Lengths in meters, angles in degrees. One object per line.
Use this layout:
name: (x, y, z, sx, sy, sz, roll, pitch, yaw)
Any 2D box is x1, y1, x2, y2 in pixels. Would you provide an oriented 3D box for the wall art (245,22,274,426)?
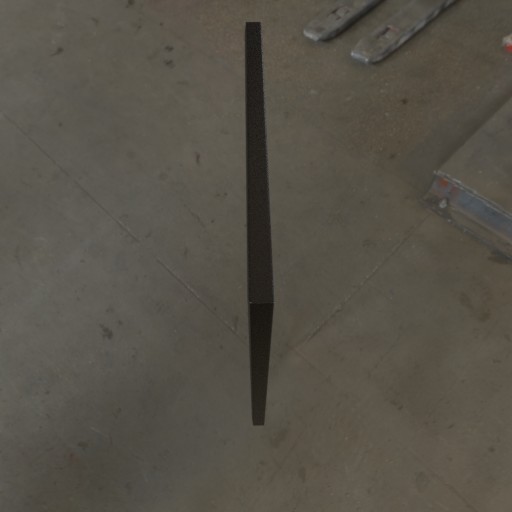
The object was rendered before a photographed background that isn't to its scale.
wall art: (0.000, 0.000, 1.615, 0.053, 1.194, 0.950, -1, 58, -1)
